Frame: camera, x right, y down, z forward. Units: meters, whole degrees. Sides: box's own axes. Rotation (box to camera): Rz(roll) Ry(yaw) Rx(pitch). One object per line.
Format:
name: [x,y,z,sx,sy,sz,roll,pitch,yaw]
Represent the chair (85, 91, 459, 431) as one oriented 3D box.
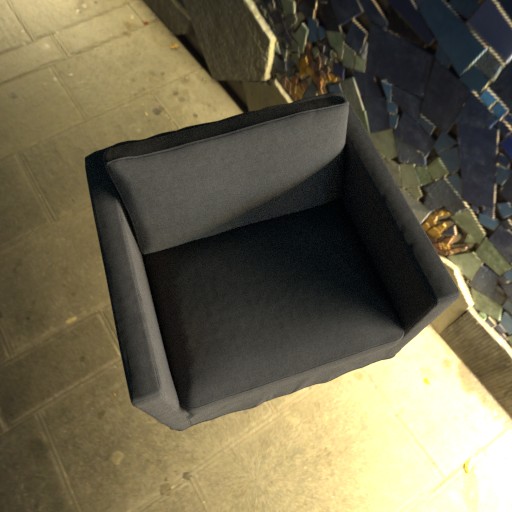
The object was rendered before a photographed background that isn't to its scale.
chair: [0.000,0.000,1.710,1.057,0.863,0.949,-16,64,-8]
